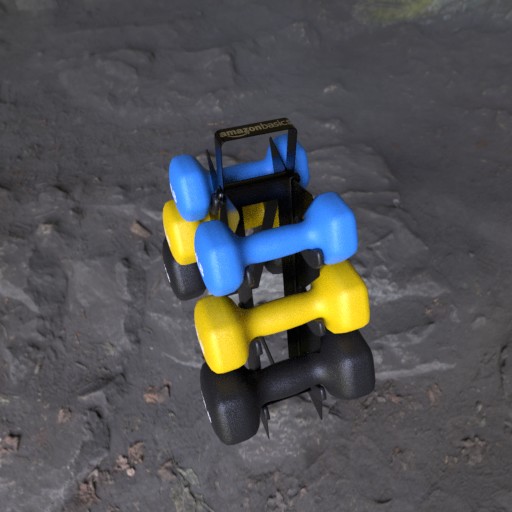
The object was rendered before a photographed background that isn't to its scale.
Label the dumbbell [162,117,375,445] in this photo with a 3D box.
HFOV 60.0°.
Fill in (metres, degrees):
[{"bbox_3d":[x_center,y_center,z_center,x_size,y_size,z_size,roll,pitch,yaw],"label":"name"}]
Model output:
[{"bbox_3d":[0.000,0.000,0.664,0.255,0.426,0.409,-15,48,-13],"label":"dumbbell"}]
